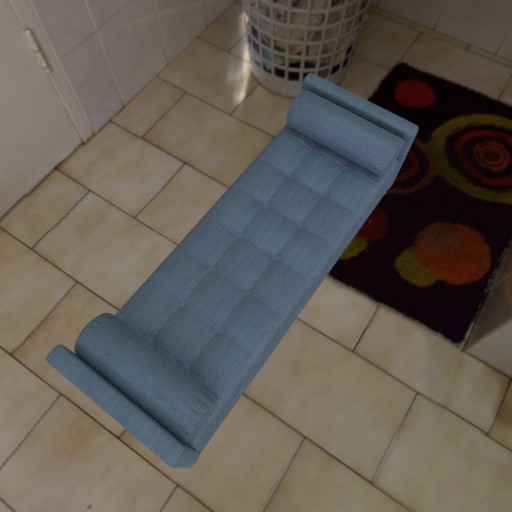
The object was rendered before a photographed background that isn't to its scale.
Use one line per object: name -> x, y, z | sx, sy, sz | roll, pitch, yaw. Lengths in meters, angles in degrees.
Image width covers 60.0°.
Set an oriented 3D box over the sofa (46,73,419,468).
sofa -> 0.000, 0.000, 2.309 | 0.686, 0.635, 1.981 | 33, 69, 15
